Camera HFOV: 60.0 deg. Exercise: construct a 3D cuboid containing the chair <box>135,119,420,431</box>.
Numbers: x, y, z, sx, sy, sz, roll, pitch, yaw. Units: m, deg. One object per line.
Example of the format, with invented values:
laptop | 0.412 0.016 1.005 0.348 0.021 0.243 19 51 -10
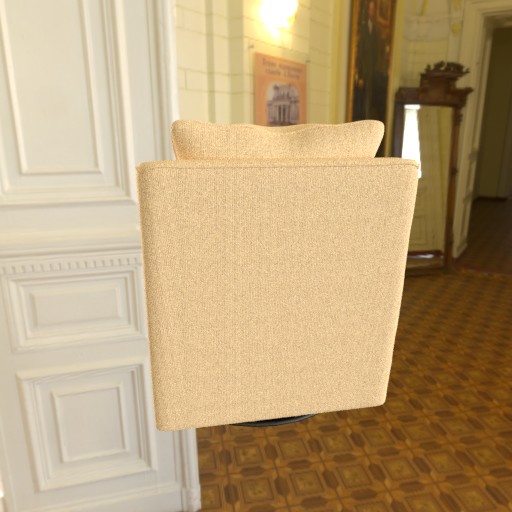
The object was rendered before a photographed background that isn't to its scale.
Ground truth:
chair | 0.000 0.000 1.606 0.760 0.927 0.876 -3 16 -11
